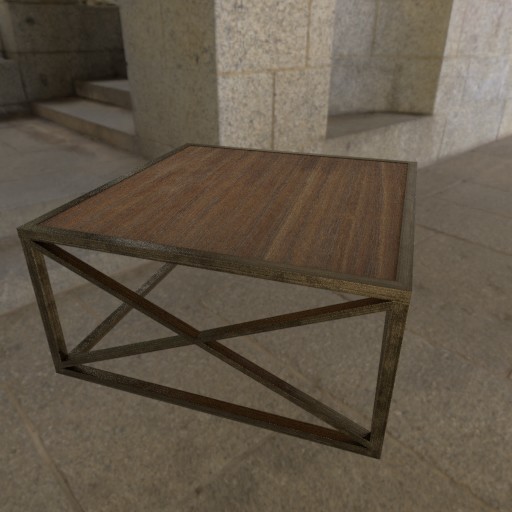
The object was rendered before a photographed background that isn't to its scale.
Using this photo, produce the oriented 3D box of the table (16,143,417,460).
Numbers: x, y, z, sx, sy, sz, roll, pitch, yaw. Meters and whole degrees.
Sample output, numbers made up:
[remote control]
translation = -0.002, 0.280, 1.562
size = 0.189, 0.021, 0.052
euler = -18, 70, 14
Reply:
[table]
translation = 0.000, 0.000, 1.414
size = 0.899, 0.451, 0.909
euler = 9, 29, 16
